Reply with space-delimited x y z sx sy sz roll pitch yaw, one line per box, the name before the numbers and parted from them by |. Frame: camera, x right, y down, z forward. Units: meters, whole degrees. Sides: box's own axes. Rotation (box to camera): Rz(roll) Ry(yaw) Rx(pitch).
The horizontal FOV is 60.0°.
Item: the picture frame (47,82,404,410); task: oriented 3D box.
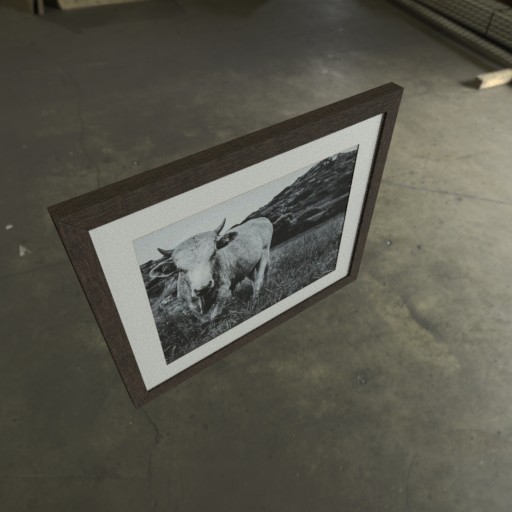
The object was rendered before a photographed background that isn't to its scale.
picture frame | 0.000 0.000 0.754 0.546 0.455 0.026 -27 52 -23
